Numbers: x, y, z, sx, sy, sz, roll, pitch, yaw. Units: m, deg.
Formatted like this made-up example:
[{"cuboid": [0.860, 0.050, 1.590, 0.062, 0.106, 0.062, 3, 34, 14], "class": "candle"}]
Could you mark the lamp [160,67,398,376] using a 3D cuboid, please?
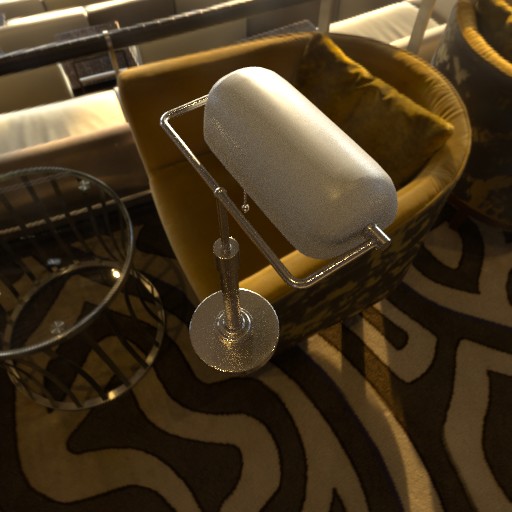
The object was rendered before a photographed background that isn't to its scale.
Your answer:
[{"cuboid": [0.000, 0.000, 0.569, 0.227, 0.404, 0.269, -29, 62, -17], "class": "lamp"}]
